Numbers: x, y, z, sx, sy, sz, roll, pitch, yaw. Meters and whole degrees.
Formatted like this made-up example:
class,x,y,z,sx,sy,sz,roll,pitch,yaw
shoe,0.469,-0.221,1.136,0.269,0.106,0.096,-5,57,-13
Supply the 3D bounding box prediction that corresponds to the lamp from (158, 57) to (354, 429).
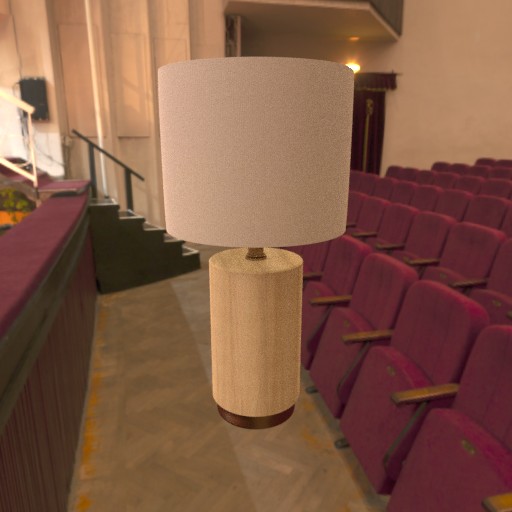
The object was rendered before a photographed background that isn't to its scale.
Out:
class,x,y,z,sx,sy,sz,roll,pitch,yaw
lamp,0.000,0.000,0.579,0.228,0.444,0.228,-3,15,-10
